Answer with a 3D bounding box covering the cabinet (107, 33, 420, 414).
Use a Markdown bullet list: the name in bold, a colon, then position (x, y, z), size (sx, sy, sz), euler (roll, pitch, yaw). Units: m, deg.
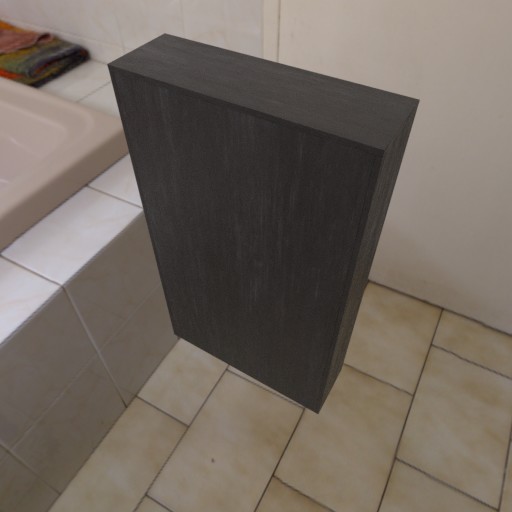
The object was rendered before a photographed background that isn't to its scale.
- **cabinet**: position (0.000, 0.000, 1.560), size (0.750, 1.280, 0.250), euler (24, 52, 20)
